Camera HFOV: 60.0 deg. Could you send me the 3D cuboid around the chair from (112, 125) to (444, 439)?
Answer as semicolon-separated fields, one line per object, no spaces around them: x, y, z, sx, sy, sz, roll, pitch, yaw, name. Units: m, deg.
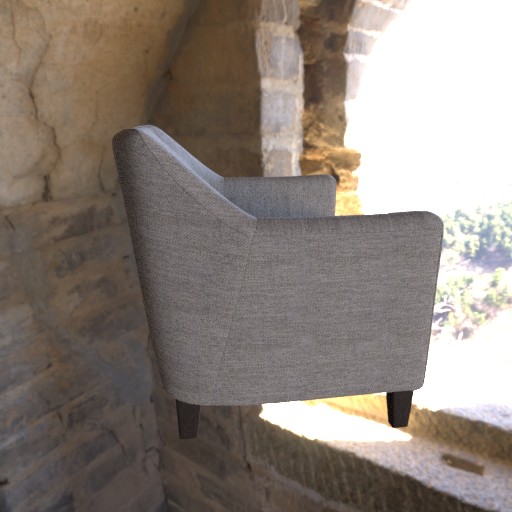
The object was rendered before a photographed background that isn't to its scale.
0.000;0.000;1.353;0.758;0.761;0.796;-3;17;-10;chair
